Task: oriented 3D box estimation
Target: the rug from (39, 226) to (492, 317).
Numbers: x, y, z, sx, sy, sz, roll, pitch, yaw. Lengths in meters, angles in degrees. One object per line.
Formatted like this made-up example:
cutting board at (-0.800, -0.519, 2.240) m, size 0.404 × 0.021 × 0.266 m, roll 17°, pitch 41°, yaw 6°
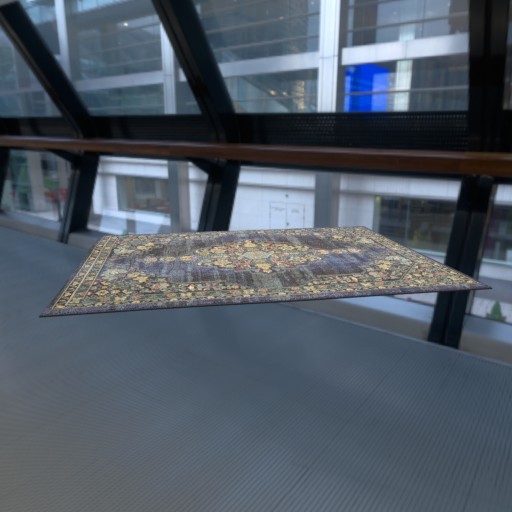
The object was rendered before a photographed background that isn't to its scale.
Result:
rug at (0.000, 0.000, 4.741) m, size 3.612 × 0.035 × 2.716 m, roll -3°, pitch 15°, yaw -10°
